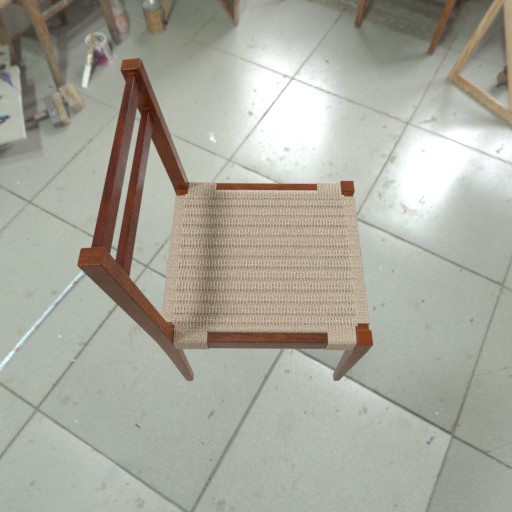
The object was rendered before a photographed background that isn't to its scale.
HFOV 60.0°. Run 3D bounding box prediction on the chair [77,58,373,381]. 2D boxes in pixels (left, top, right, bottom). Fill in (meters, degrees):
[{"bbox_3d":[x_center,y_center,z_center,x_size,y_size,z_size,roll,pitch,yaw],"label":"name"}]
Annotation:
[{"bbox_3d":[0.000,0.000,1.193,0.569,0.851,0.495,0,62,0],"label":"chair"}]
